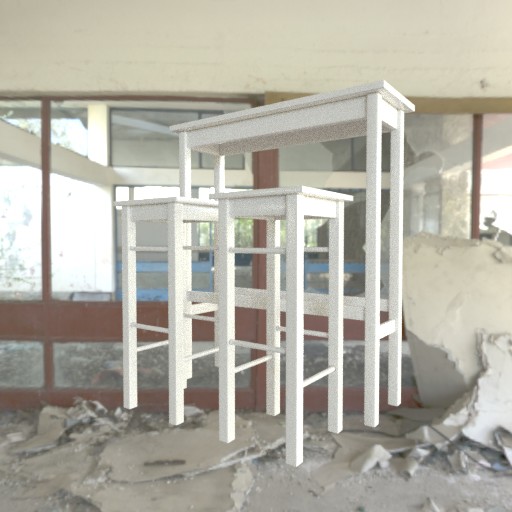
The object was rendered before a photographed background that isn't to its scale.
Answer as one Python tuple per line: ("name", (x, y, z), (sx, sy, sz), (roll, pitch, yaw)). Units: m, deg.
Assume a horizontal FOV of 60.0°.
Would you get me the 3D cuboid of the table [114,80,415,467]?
("table", (0.000, 0.000, 1.588), (0.915, 1.065, 0.650), (1, 2, 36))
